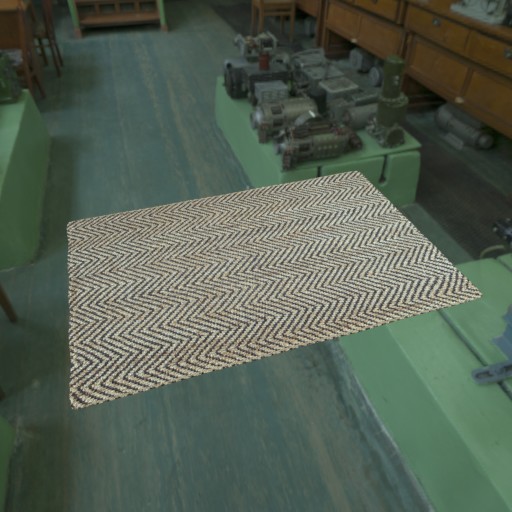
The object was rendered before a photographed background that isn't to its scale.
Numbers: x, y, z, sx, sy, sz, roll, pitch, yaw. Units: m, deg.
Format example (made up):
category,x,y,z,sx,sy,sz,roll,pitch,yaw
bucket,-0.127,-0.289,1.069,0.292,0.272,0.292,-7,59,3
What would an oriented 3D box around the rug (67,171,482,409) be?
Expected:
category,x,y,z,sx,sy,sz,roll,pitch,yaw
rug,0.000,0.000,2.266,1.828,0.008,1.219,-12,42,-14
